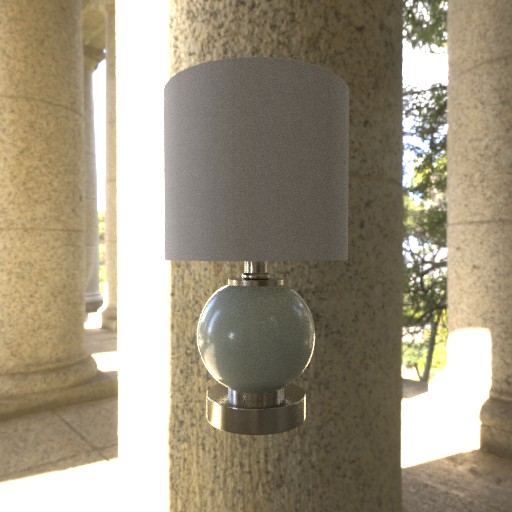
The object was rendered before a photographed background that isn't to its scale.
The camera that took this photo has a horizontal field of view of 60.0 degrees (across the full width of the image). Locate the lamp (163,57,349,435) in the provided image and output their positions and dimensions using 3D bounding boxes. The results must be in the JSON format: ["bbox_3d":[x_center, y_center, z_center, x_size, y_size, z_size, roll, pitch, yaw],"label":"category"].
[{"bbox_3d":[0.000,0.000,0.490,0.201,0.353,0.201,0,0,20],"label":"lamp"}]
